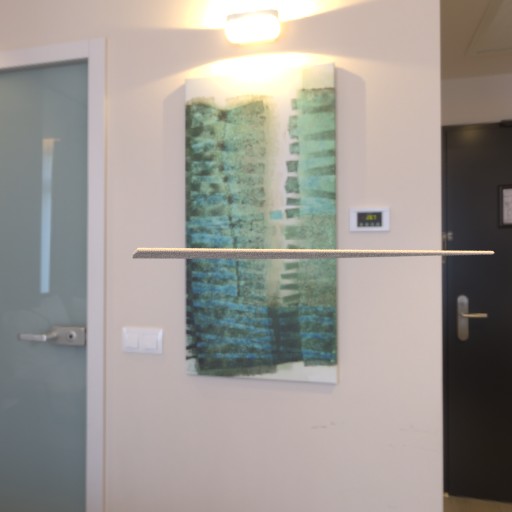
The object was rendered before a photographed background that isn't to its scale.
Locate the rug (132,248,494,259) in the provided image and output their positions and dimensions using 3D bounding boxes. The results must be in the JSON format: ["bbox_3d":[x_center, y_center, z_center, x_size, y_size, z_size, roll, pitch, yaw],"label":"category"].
[{"bbox_3d":[0.000,0.000,2.832,1.526,0.014,2.290,0,-1,-16],"label":"rug"}]
